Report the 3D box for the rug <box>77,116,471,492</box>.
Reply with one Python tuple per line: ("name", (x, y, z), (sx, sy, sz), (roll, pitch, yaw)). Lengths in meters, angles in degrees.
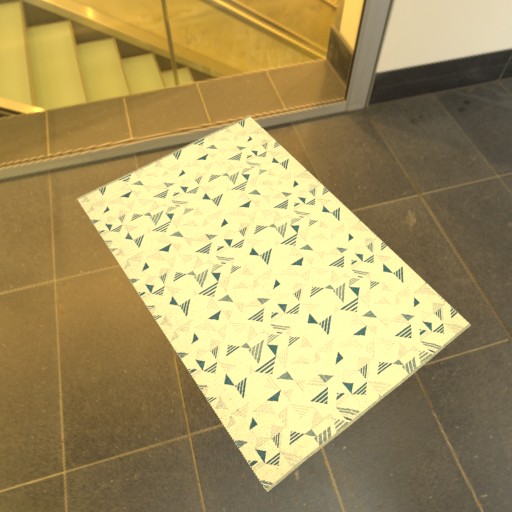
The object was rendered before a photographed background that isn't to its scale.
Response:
("rug", (0.000, 0.000, 2.317), (1.206, 0.003, 1.835), (-31, 62, -18))
